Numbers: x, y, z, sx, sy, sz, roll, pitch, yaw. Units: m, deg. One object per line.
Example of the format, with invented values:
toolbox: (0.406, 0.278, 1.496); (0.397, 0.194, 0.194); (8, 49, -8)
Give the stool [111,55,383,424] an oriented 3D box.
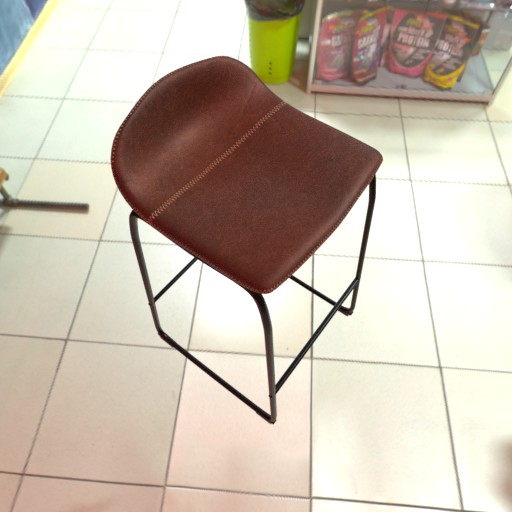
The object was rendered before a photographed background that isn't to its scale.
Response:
stool: (0.000, 0.000, 1.123); (0.473, 0.830, 0.454); (33, 62, 19)
